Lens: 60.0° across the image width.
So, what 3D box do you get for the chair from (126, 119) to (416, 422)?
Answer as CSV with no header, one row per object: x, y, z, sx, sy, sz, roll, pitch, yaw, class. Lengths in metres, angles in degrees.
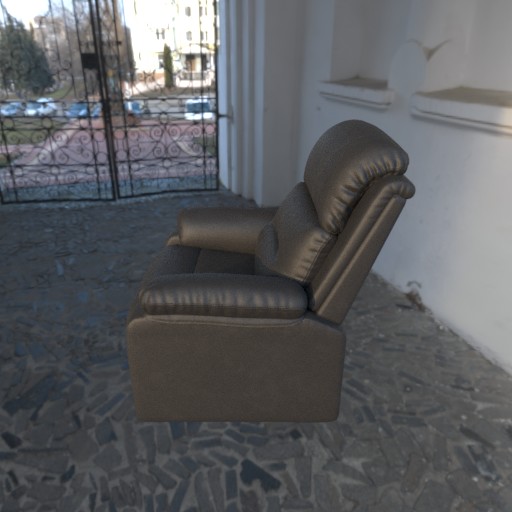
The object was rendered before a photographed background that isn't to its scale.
0.000,0.000,1.708,0.919,0.992,0.855,0,25,0,chair
